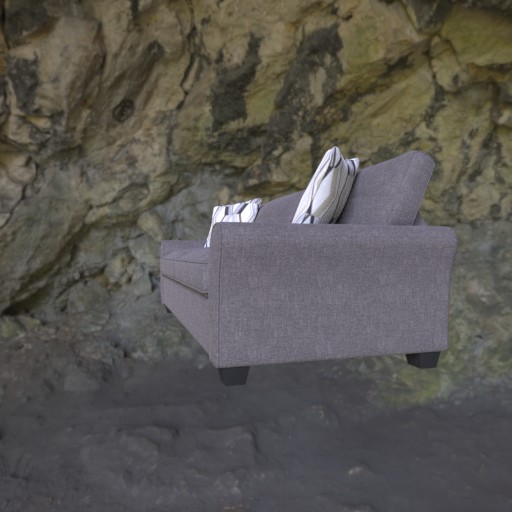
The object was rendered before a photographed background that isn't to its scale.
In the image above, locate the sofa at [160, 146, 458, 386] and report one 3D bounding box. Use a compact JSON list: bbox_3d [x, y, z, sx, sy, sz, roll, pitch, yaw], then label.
[{"bbox_3d":[0.000,0.000,2.414,0.889,0.813,2.032,0,0,-17],"label":"sofa"}]
